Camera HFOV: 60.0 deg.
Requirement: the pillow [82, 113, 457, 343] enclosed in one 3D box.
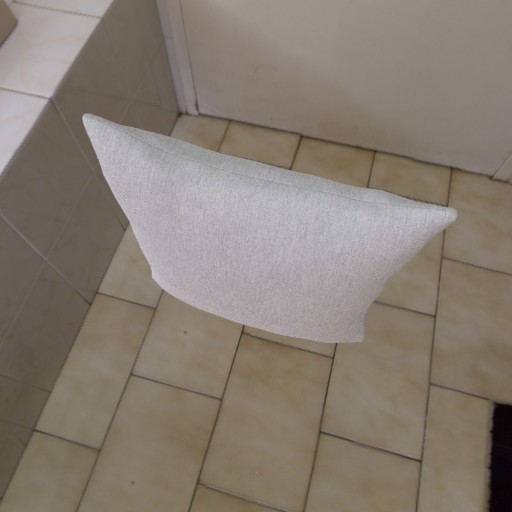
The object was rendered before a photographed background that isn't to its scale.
[{"bbox_3d":[0.000,0.000,0.677,0.433,0.436,0.173,16,65,8],"label":"pillow"}]
